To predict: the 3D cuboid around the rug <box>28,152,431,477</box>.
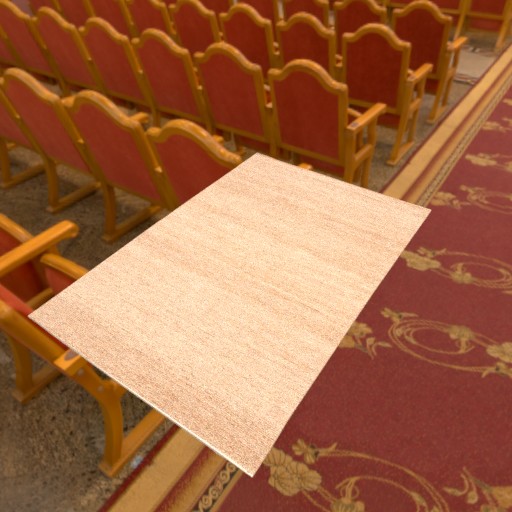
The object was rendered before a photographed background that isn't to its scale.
[{"bbox_3d":[0.000,0.000,2.920,1.574,0.029,2.346,25,47,25],"label":"rug"}]
